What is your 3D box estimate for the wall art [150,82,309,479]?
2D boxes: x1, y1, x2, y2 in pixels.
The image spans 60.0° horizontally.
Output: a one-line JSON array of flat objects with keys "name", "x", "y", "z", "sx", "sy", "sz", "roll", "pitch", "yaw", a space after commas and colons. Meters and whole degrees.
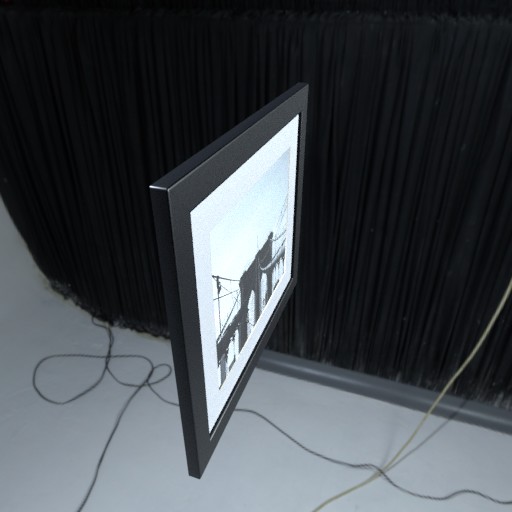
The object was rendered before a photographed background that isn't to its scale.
[{"name": "wall art", "x": 0.000, "y": 0.000, "z": 0.729, "sx": 0.018, "sy": 0.450, "sz": 0.521, "roll": 11, "pitch": 33, "yaw": 17}]
